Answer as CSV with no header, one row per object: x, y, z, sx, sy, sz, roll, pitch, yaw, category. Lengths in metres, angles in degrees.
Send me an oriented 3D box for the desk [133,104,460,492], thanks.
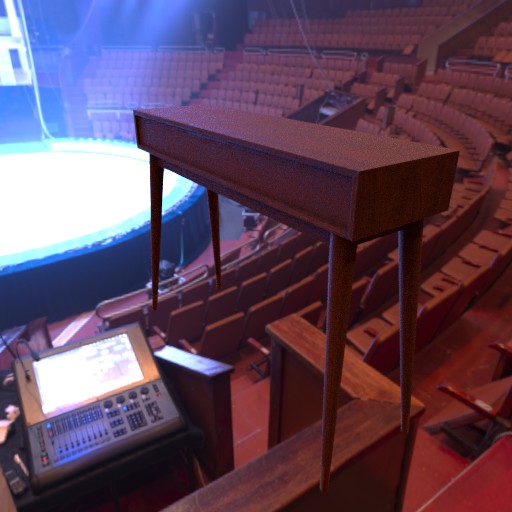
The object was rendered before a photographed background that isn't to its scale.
0.000,0.000,1.601,0.384,0.917,1.204,-17,30,-32,desk
